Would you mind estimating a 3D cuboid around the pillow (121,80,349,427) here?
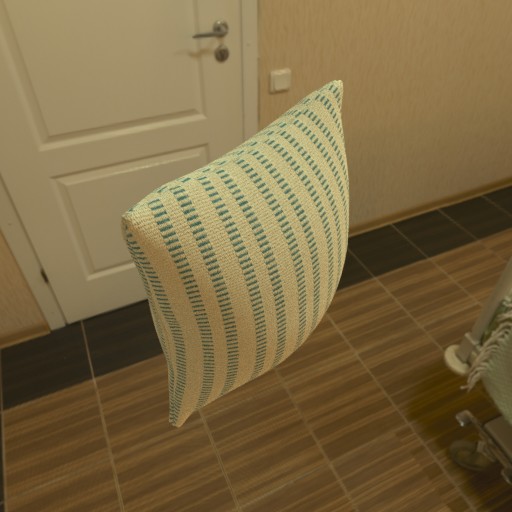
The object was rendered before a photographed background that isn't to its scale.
[{"bbox_3d":[0.000,0.000,0.689,0.247,0.419,0.438,26,48,26],"label":"pillow"}]
